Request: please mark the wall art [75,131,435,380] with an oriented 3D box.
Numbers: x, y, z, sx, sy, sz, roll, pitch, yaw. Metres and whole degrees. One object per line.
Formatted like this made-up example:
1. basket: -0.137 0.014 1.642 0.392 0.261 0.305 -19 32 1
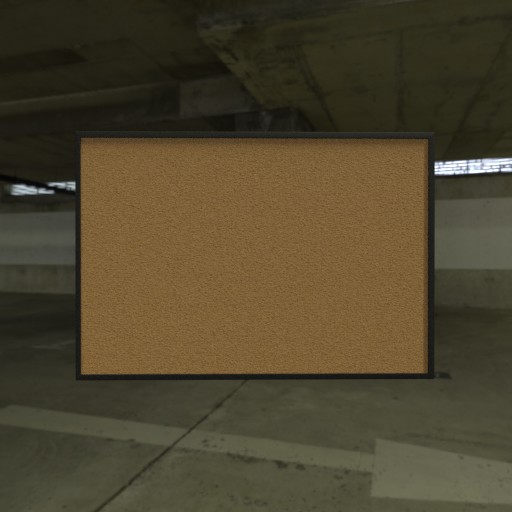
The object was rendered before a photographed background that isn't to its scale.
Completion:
1. wall art: 0.000 0.000 0.826 0.664 0.458 0.013 0 0 -1
